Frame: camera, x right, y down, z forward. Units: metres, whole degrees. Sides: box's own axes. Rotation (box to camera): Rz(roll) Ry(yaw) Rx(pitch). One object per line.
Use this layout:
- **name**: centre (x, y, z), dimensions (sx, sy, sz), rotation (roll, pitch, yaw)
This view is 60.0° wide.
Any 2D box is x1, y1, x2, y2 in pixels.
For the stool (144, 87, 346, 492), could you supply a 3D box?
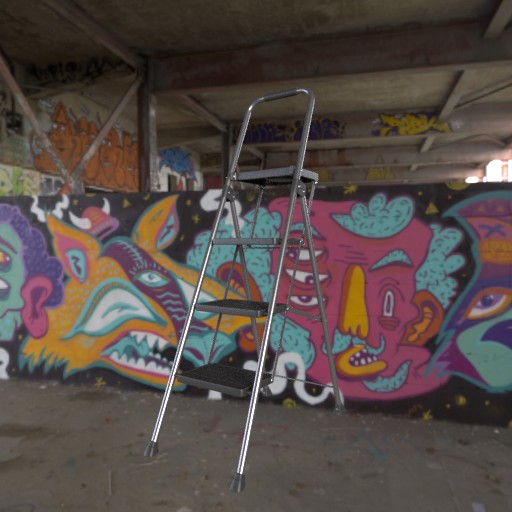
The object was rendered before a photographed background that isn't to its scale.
- **stool**: centre (0.000, 0.000, 1.605), dimensions (0.396, 1.277, 0.733), rotation (1, 2, 35)
